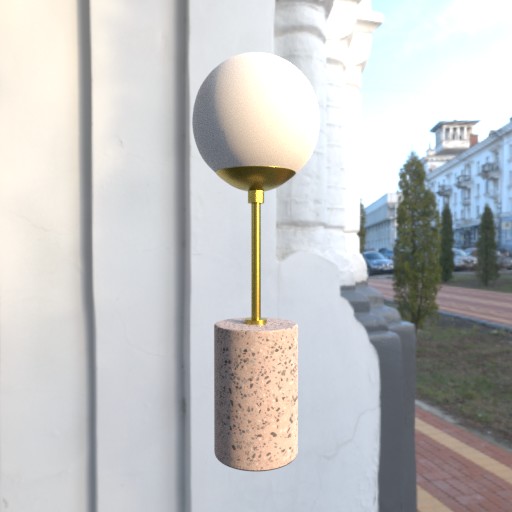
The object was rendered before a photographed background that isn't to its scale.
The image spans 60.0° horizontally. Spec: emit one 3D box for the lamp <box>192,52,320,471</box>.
[{"bbox_3d":[0.000,0.000,0.542,0.153,0.480,0.153,0,1,0],"label":"lamp"}]
